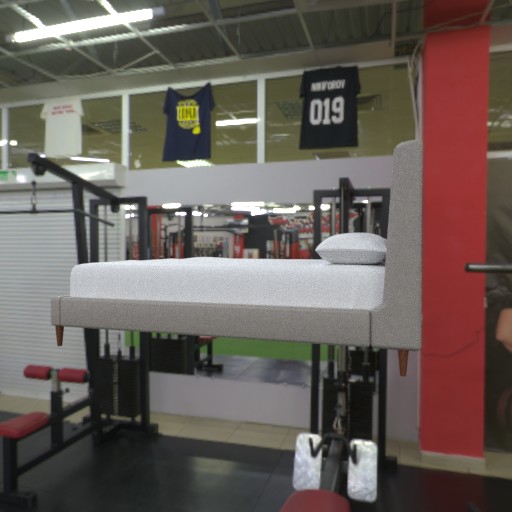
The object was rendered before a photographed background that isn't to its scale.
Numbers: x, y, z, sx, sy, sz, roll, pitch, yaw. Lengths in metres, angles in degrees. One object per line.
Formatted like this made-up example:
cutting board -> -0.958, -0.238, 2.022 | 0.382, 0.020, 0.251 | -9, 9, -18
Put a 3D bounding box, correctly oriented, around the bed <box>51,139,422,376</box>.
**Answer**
bed -> 0.000, 0.000, 3.246 | 2.232, 1.147, 1.656 | 0, 1, 19
